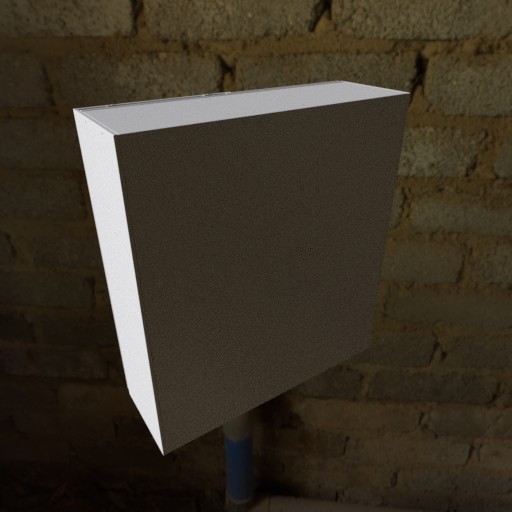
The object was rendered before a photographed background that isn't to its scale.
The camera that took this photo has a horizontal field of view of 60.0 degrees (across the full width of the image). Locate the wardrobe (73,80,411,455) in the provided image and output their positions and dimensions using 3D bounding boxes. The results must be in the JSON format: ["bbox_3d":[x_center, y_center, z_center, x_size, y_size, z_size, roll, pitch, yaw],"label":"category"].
[{"bbox_3d":[0.000,0.000,2.894,1.780,1.960,0.629,-18,34,-29],"label":"wardrobe"}]
